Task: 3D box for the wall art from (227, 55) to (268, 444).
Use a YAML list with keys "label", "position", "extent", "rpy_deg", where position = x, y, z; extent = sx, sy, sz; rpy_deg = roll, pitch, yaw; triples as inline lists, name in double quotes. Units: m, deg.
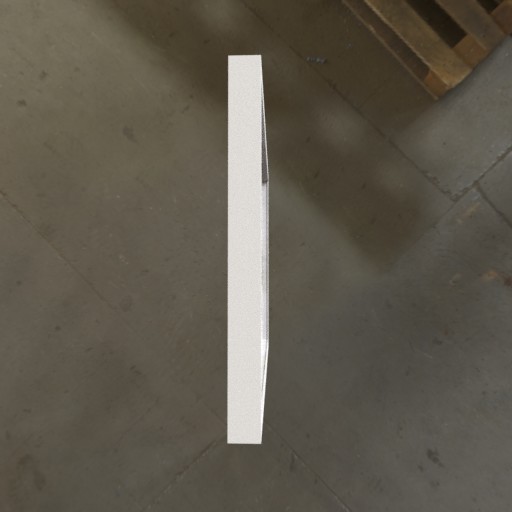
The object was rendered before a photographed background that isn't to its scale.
- label: "wall art"
  position: [0.000, 0.000, 0.548]
  extent: [0.025, 0.428, 0.293]
  rpy_deg: [0, 88, 2]
